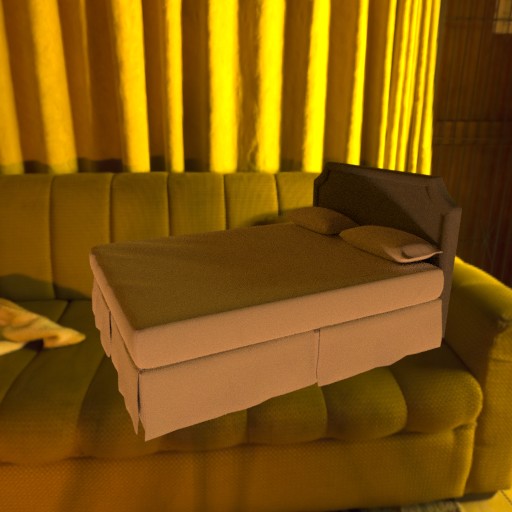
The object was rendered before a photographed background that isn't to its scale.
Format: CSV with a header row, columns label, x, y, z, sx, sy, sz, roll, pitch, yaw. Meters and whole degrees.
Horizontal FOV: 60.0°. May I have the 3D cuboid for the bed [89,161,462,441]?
label,x,y,z,sx,sy,sz,roll,pitch,yaw
bed,0.000,0.000,3.612,2.464,1.306,1.977,-8,19,-25
